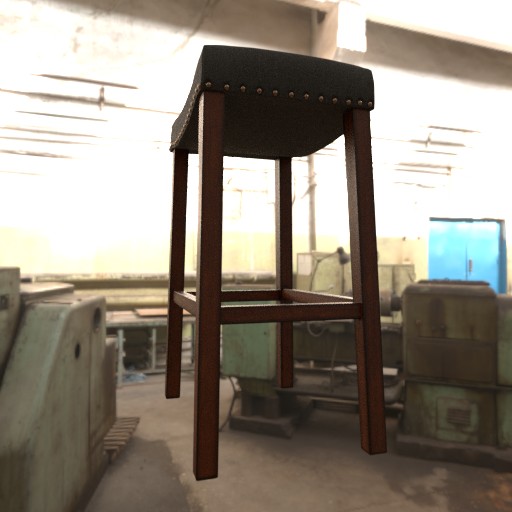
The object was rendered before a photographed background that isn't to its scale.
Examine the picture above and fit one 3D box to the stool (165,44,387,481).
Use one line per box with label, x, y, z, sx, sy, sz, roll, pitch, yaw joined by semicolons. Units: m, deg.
stool;0.000;0.000;1.034;0.366;0.760;0.502;0;-1;-17
